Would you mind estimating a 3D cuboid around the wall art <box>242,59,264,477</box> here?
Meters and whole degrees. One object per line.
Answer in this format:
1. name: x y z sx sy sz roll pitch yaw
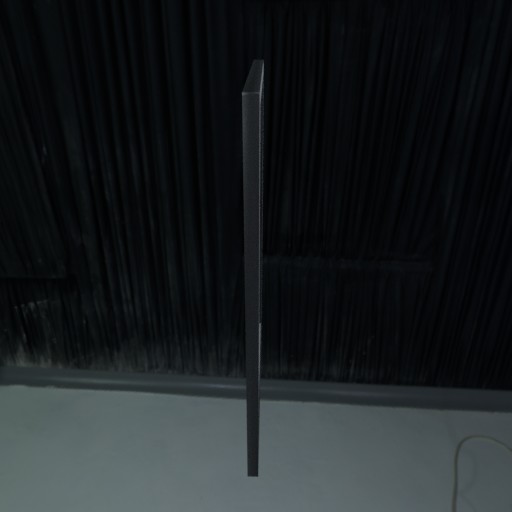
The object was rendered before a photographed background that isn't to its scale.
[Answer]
1. wall art: 0.000 0.000 0.558 0.013 0.431 0.303 1 28 1
